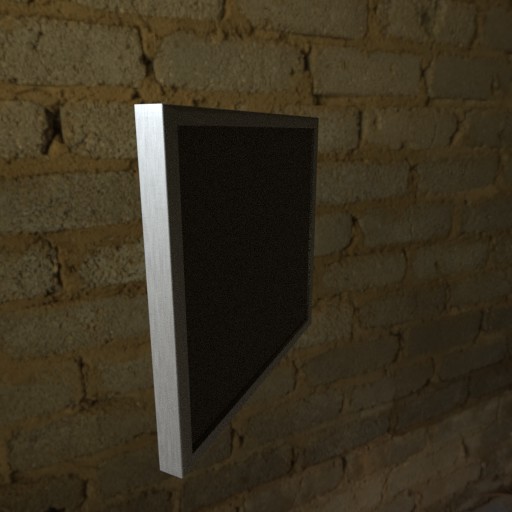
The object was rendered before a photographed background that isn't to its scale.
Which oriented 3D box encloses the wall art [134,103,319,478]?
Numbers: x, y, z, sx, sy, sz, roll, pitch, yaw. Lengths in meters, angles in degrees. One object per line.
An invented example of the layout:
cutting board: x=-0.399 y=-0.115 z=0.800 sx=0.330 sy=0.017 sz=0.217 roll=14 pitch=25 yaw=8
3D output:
wall art: x=0.000 y=0.000 z=0.538 sx=0.028 sy=0.330 sz=0.380 roll=7 pitch=17 yaw=24
